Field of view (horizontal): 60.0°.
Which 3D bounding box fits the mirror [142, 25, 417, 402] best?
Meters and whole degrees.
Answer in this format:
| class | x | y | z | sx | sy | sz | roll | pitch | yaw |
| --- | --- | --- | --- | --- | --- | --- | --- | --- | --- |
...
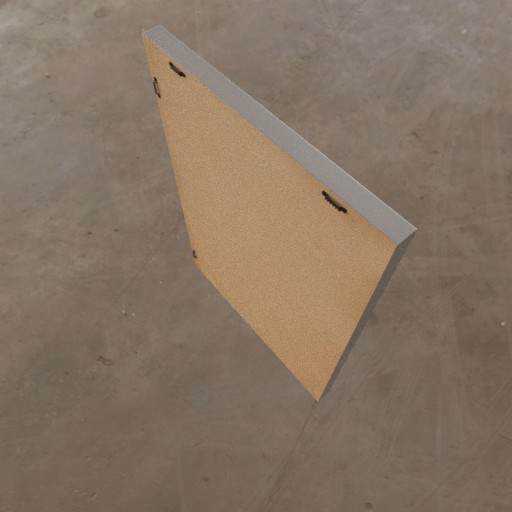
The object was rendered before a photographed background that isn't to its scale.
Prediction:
| class | x | y | z | sx | sy | sz | roll | pitch | yaw |
| --- | --- | --- | --- | --- | --- | --- | --- | --- | --- |
| mirror | 0.000 | 0.000 | 0.887 | 0.039 | 0.710 | 0.507 | -36 | 65 | -20 |
